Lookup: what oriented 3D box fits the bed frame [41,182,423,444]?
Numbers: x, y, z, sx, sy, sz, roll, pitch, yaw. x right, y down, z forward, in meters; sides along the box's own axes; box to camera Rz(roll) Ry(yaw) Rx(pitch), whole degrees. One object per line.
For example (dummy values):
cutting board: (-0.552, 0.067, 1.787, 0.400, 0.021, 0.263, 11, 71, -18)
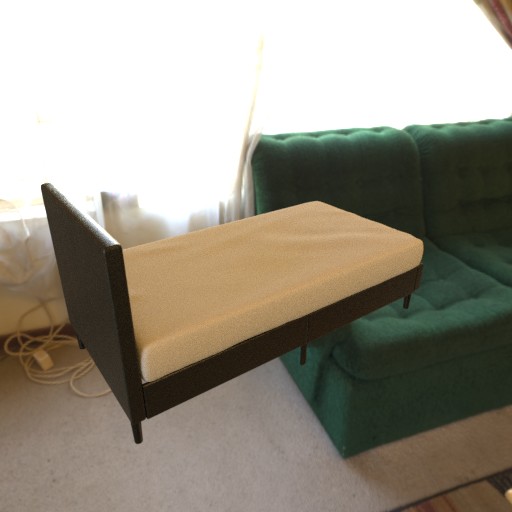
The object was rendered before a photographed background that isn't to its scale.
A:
bed frame: (0.000, 0.000, 2.614, 2.152, 1.046, 1.038, -17, 31, -32)
